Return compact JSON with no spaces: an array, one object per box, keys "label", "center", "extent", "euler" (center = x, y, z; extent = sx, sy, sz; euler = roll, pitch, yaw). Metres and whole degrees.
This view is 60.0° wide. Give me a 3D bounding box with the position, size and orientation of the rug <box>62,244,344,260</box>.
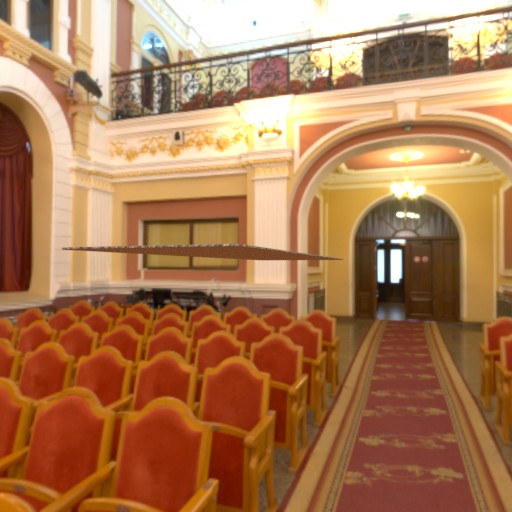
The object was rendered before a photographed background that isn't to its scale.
[{"label":"rug","center":[0.000,0.000,2.527],"extent":[0.686,0.008,2.286],"euler":[-1,-2,19]}]
